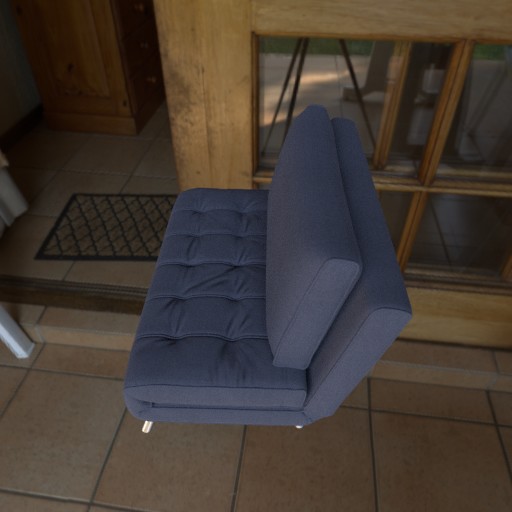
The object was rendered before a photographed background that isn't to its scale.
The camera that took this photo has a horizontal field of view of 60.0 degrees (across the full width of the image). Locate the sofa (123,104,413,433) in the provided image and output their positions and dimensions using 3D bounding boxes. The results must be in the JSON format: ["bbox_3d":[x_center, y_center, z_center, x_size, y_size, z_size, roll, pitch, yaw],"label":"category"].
[{"bbox_3d":[0.000,0.000,1.881,0.910,0.910,1.220,1,42,1],"label":"sofa"}]
